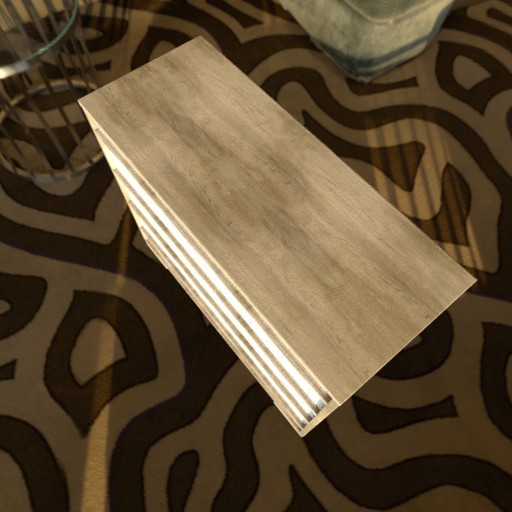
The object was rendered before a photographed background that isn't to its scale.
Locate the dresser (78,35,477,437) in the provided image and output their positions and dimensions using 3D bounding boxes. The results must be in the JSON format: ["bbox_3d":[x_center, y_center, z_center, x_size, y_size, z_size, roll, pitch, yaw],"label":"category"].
[{"bbox_3d":[0.000,0.000,1.419,0.404,0.816,0.994,-36,69,-16],"label":"dresser"}]
